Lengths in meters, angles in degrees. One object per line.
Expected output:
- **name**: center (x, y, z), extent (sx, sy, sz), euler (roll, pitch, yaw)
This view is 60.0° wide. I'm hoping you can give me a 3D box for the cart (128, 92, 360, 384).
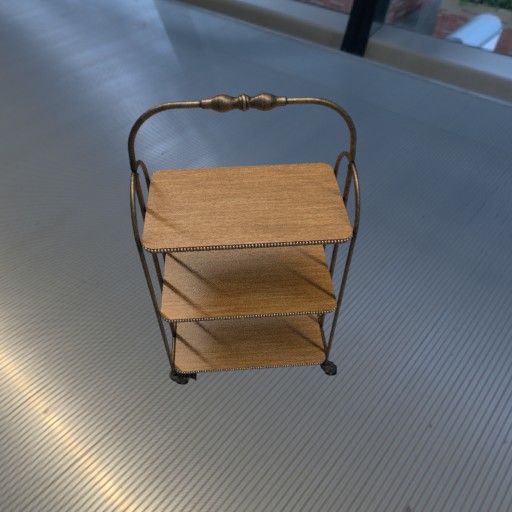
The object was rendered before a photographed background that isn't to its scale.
- **cart**: center (0.000, 0.000, 1.367), extent (0.650, 1.052, 0.330), euler (-3, 47, -3)
